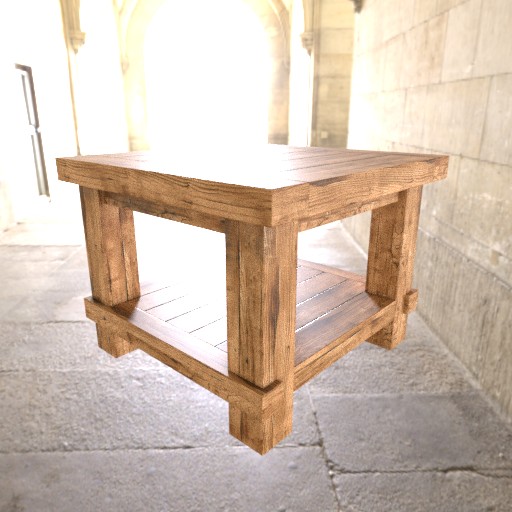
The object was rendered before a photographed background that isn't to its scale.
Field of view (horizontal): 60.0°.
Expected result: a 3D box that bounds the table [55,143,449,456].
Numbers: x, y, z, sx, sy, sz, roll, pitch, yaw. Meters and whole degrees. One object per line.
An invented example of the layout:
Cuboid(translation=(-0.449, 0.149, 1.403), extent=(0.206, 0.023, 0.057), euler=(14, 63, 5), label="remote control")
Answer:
Cuboid(translation=(0.000, 0.000, 1.037), extent=(0.610, 0.457, 0.610), euler=(16, 24, 40), label="table")
